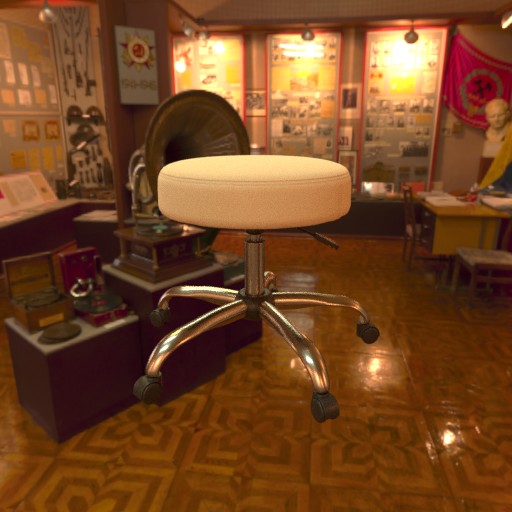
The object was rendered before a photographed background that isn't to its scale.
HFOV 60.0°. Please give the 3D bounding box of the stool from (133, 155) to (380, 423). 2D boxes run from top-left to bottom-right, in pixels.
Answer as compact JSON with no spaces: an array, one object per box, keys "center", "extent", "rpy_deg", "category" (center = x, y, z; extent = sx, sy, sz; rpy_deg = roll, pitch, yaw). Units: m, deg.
[{"center":[0.000,0.000,1.086],"extent":[0.634,0.482,0.614],"rpy_deg":[3,17,10],"category":"stool"}]
